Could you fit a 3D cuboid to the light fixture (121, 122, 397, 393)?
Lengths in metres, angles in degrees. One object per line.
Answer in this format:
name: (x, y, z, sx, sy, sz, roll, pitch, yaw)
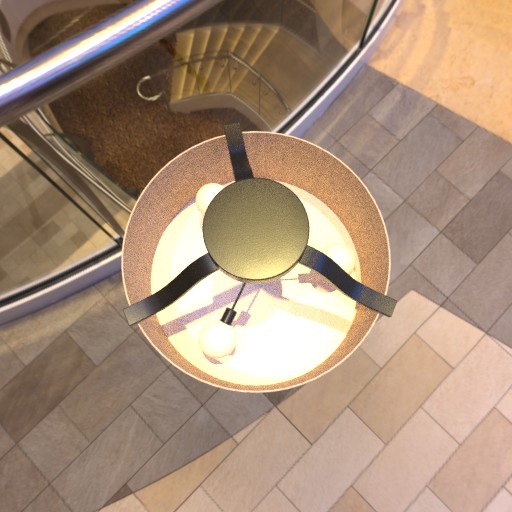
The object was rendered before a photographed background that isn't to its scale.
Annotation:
light fixture: (0.000, 0.000, 0.665, 0.390, 0.306, 0.390, 0, 76, 0)
